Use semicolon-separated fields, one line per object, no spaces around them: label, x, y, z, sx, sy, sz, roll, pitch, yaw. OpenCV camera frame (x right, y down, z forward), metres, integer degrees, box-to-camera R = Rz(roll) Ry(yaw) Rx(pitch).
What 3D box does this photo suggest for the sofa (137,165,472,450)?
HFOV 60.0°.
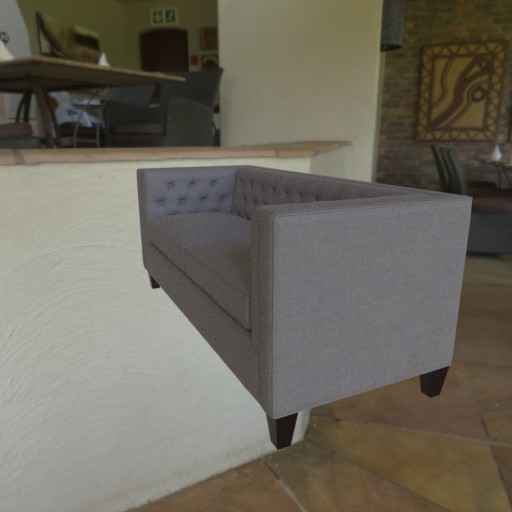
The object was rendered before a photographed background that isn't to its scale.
sofa;0.000;0.000;2.189;0.775;0.762;1.778;-7;17;-25
